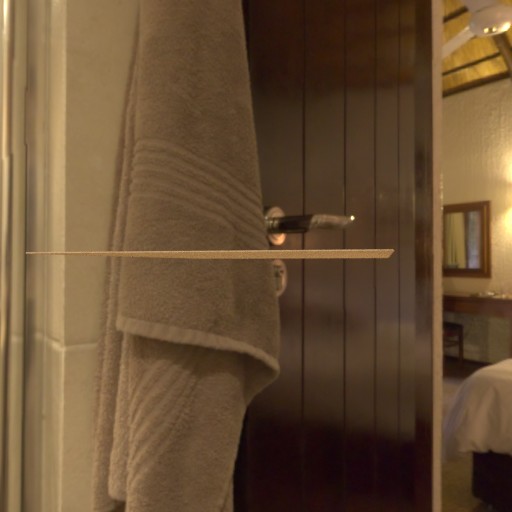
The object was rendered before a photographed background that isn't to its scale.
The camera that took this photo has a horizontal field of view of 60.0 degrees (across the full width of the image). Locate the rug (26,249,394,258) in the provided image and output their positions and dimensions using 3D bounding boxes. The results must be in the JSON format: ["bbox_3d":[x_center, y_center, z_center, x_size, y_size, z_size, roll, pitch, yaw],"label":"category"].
[{"bbox_3d":[0.000,0.000,3.968,2.313,0.009,2.939,0,-1,16],"label":"rug"}]
